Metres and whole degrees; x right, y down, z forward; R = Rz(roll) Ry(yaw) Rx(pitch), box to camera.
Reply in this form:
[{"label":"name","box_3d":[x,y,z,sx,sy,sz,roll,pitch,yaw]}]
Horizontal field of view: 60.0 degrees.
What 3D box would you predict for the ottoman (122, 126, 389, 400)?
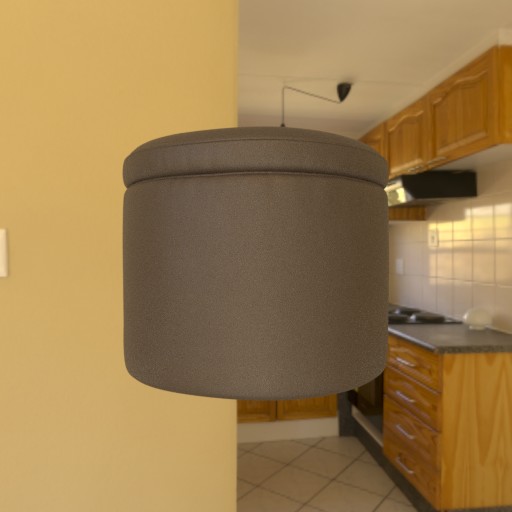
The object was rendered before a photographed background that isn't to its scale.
[{"label":"ottoman","box_3d":[0.000,0.000,0.867,0.500,0.409,0.500,0,1,0]}]
